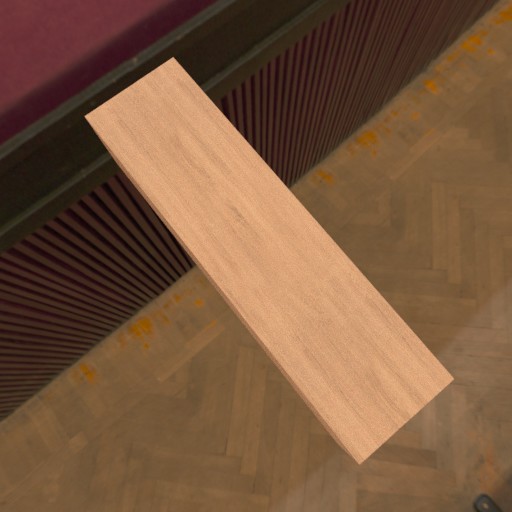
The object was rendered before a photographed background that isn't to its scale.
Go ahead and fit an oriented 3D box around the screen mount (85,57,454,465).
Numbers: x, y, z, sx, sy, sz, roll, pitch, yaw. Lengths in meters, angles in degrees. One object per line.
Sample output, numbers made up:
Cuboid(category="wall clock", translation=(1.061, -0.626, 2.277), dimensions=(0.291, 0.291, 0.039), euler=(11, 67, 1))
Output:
Cuboid(category="screen mount", translation=(0.000, 0.000, 1.752), dimensions=(0.400, 0.510, 1.500), euler=(-38, 79, -9))
